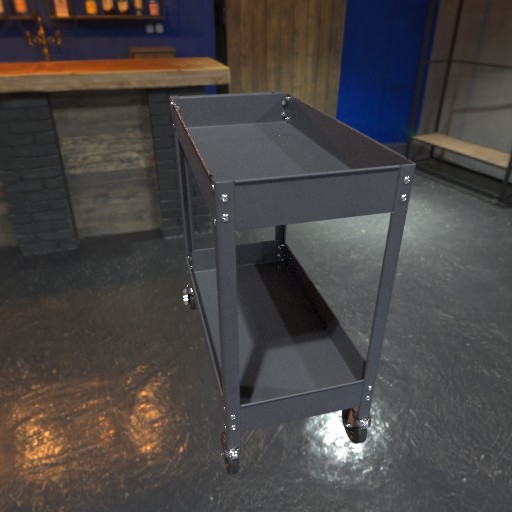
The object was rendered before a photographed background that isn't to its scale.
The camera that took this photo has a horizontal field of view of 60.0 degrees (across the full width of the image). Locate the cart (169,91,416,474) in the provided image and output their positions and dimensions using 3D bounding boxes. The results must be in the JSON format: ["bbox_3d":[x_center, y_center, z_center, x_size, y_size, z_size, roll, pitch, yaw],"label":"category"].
[{"bbox_3d":[0.000,0.000,1.182,0.366,0.719,0.779,-8,31,-13],"label":"cart"}]
